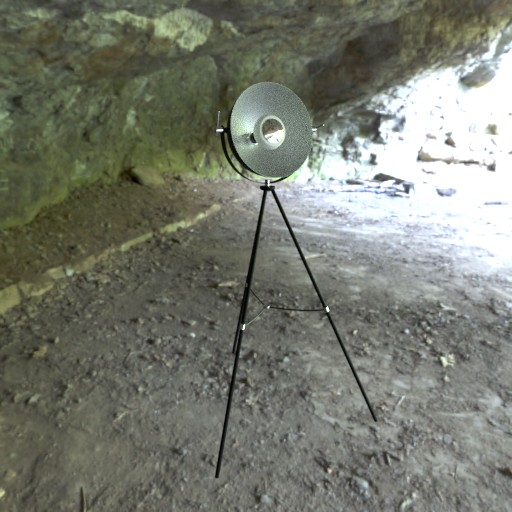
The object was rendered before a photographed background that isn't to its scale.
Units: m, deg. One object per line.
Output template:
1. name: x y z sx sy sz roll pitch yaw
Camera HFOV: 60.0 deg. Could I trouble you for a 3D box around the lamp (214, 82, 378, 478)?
1. lamp: 0.000 0.000 2.078 0.817 1.512 0.920 -9 19 -27
